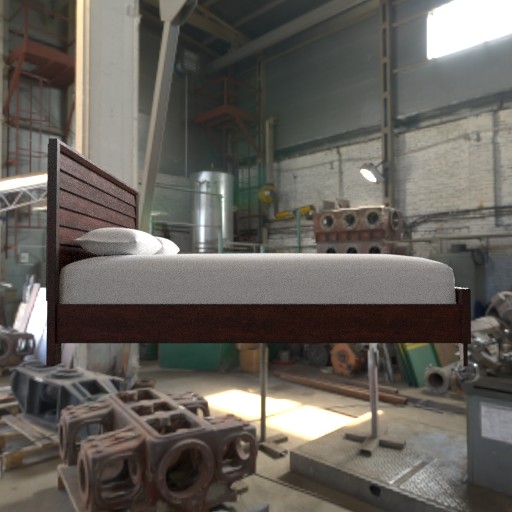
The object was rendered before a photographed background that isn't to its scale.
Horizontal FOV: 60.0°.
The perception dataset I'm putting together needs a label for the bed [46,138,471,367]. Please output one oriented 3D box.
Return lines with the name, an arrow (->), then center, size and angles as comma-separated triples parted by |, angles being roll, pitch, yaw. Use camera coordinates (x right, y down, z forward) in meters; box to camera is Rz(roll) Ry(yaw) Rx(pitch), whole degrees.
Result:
bed -> 0.000, 0.000, 3.909 | 2.803, 1.492, 2.040 | 0, -1, 0
